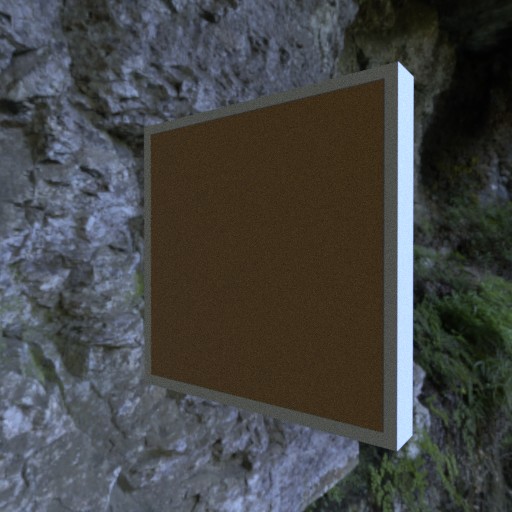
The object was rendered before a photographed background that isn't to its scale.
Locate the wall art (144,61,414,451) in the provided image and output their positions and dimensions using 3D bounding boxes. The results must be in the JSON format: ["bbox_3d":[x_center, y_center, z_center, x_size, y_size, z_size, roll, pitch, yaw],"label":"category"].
[{"bbox_3d":[0.000,0.000,0.452,0.305,0.305,0.038,0,1,37],"label":"wall art"}]
